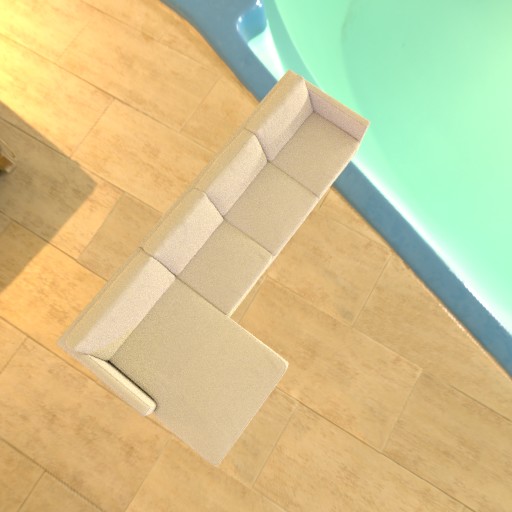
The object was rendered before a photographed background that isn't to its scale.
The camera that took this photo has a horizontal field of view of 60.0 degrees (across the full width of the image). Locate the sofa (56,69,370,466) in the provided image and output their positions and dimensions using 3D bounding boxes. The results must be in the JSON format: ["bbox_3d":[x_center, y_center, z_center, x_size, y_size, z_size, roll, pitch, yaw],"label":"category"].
[{"bbox_3d":[0.000,0.000,3.954,1.625,0.846,3.186,36,78,9],"label":"sofa"}]
